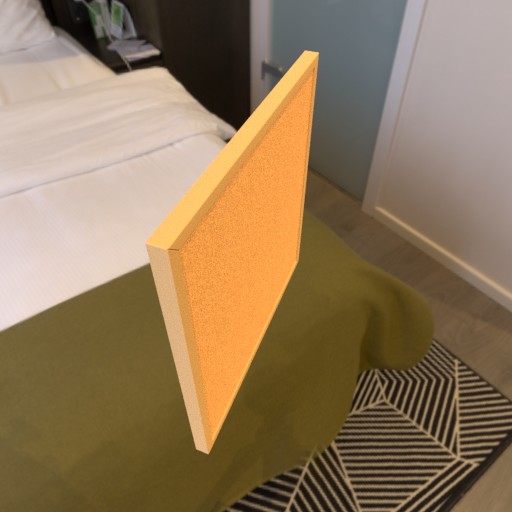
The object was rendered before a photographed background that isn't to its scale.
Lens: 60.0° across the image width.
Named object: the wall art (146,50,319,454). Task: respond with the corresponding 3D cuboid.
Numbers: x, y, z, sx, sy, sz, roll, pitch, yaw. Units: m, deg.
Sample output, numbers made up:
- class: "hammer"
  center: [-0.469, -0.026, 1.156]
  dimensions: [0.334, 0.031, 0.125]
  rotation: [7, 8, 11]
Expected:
- class: "wall art"
  center: [0.000, 0.000, 1.149]
  dimensions: [0.037, 0.761, 0.761]
  rotation: [16, 48, 15]
